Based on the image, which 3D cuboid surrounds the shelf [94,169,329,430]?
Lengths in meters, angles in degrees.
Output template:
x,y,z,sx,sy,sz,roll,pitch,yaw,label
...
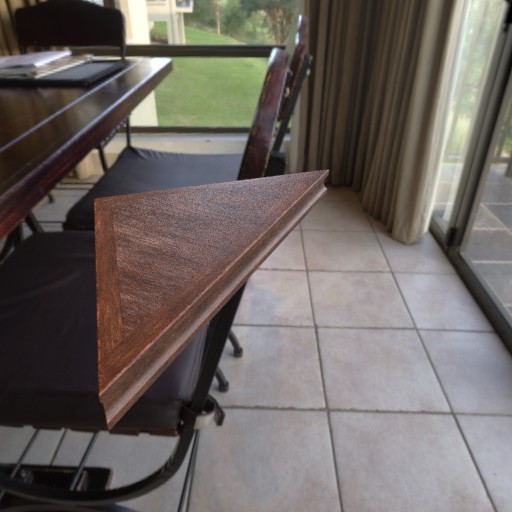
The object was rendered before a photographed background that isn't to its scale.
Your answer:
x,y,z,sx,sy,sz,roll,pitch,yaw,label
0.000,0.000,0.436,0.296,0.035,0.296,-10,34,-15,shelf
